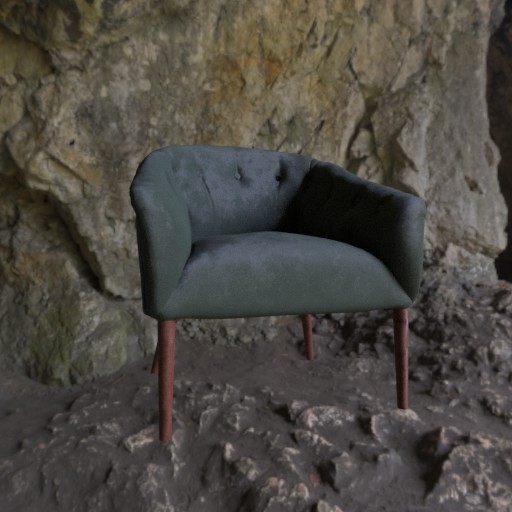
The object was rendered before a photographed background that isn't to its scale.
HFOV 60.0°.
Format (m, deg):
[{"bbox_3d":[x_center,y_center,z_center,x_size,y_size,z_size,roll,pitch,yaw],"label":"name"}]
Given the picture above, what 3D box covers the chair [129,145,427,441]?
[{"bbox_3d":[0.000,0.000,1.513,0.851,0.885,0.776,0,1,-18],"label":"chair"}]
